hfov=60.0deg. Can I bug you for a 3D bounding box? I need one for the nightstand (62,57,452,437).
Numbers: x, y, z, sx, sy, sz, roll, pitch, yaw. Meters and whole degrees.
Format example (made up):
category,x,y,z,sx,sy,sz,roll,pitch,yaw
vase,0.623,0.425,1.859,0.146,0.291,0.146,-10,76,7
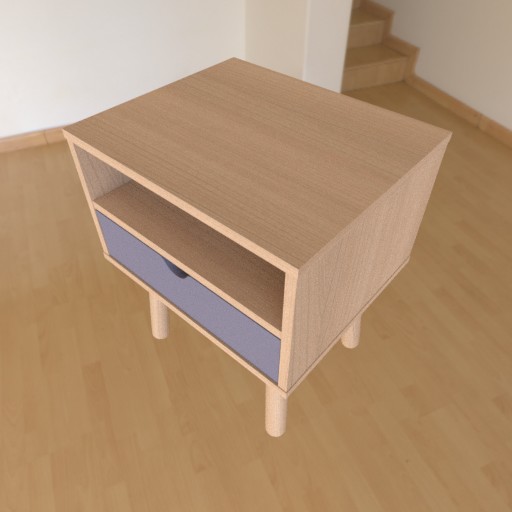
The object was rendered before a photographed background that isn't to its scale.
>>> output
category,x,y,z,sx,sy,sz,roll,pitch,yaw
nightstand,0.000,0.000,0.853,0.450,0.530,0.380,31,52,28
